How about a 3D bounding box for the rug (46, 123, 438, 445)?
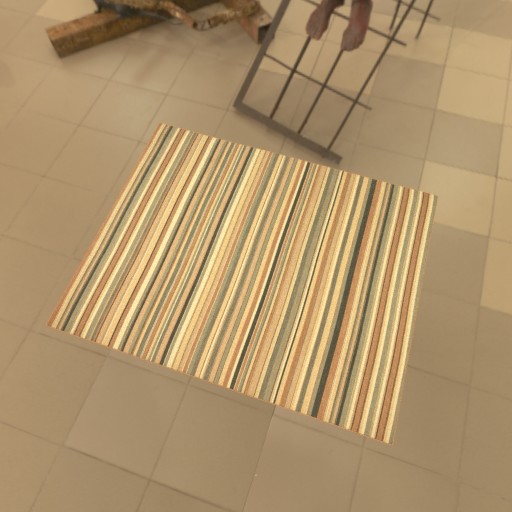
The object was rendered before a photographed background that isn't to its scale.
[{"bbox_3d":[0.000,0.000,4.148,3.045,0.011,2.436,17,65,8],"label":"rug"}]
